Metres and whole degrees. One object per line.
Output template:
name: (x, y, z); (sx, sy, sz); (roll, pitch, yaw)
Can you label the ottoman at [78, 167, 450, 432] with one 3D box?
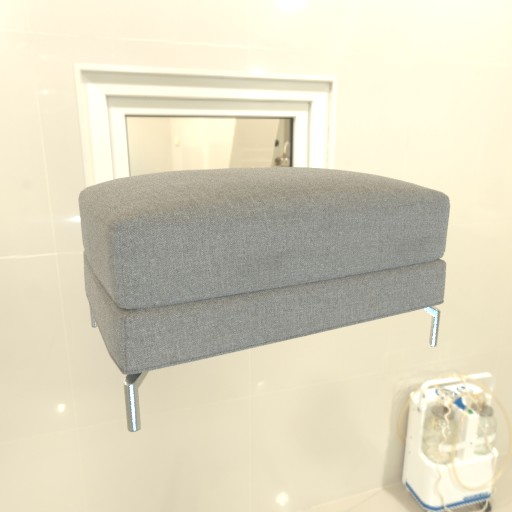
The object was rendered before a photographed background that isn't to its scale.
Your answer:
ottoman: (0.000, 0.000, 1.185); (0.838, 0.457, 0.584); (-7, 17, -26)
